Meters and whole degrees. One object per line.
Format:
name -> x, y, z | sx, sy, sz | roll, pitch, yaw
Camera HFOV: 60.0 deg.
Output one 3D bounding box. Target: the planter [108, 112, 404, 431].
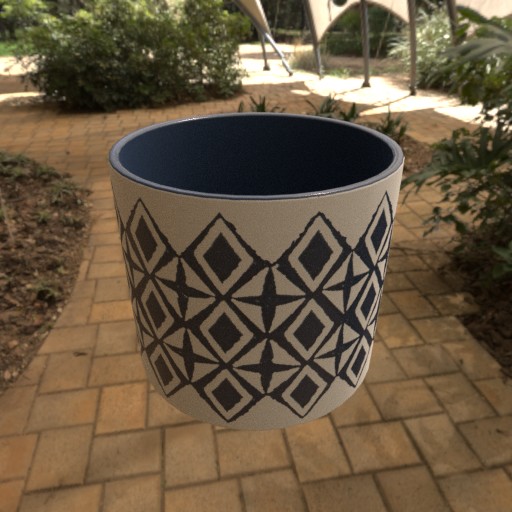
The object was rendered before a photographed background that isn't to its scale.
planter -> 0.000, 0.000, 0.396 | 0.224, 0.203, 0.224 | 0, 30, 0
